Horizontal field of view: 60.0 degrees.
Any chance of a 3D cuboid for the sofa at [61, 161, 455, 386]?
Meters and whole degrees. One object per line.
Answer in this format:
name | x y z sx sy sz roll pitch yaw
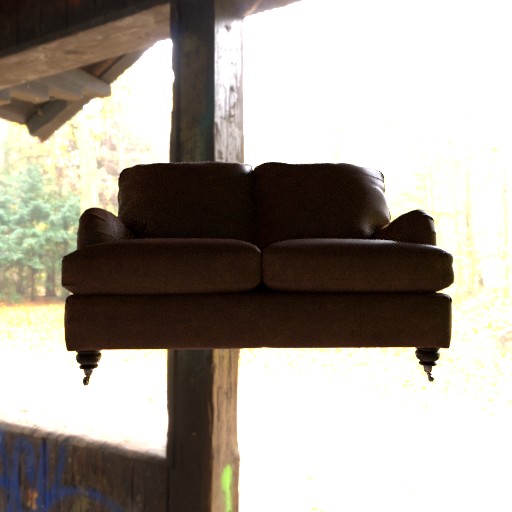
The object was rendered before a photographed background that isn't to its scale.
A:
sofa | 0.000 0.000 2.182 1.527 1.004 1.077 0 -2 -2
